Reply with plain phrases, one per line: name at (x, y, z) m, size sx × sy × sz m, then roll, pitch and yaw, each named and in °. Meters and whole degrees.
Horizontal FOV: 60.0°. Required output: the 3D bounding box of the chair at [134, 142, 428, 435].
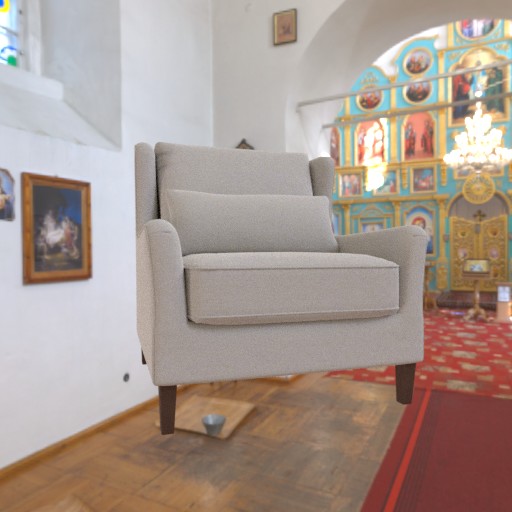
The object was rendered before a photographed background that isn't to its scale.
chair at (0.000, 0.000, 1.873) m, size 0.982 × 1.056 × 1.040 m, roll 0°, pitch 0°, yaw -18°
